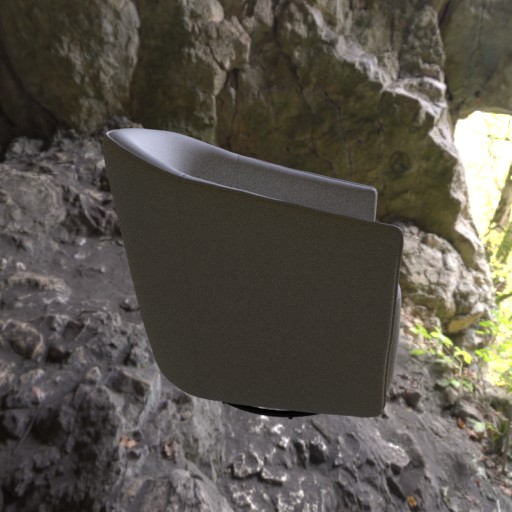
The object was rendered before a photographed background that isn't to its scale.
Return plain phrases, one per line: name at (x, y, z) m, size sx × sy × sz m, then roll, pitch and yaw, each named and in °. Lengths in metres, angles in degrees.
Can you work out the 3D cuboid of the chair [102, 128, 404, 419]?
chair at (0.000, 0.000, 1.445) m, size 0.875 × 0.799 × 0.747 m, roll 3°, pitch 17°, yaw 9°
